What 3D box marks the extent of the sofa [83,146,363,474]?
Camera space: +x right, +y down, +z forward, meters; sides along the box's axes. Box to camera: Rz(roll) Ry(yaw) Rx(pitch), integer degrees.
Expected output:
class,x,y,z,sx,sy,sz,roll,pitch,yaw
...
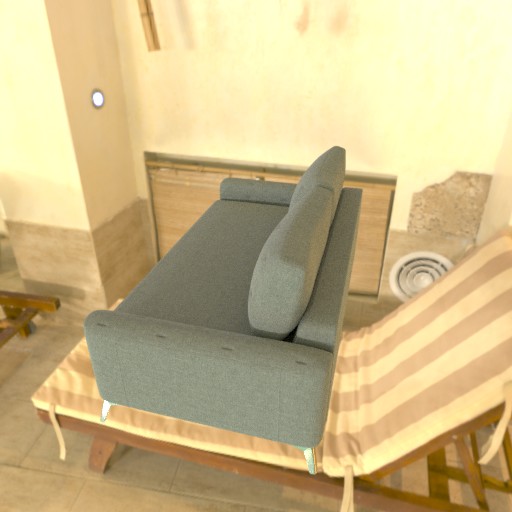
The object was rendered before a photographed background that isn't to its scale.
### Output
class,x,y,z,sx,sy,sz,roll,pitch,yaw
sofa,0.000,0.000,2.193,0.920,0.790,1.650,8,30,13
